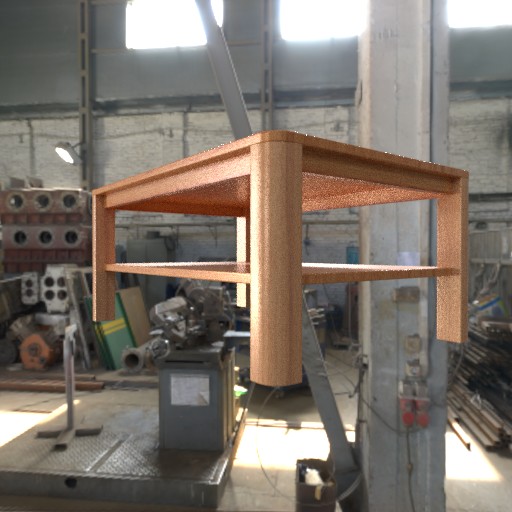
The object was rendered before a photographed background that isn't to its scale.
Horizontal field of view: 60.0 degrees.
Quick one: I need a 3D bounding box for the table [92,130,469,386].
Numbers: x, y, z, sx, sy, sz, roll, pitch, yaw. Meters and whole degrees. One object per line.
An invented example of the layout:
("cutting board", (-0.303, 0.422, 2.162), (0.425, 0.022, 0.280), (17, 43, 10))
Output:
("table", (0.000, 0.000, 1.356), (0.696, 0.445, 0.997), (0, 1, -38))
